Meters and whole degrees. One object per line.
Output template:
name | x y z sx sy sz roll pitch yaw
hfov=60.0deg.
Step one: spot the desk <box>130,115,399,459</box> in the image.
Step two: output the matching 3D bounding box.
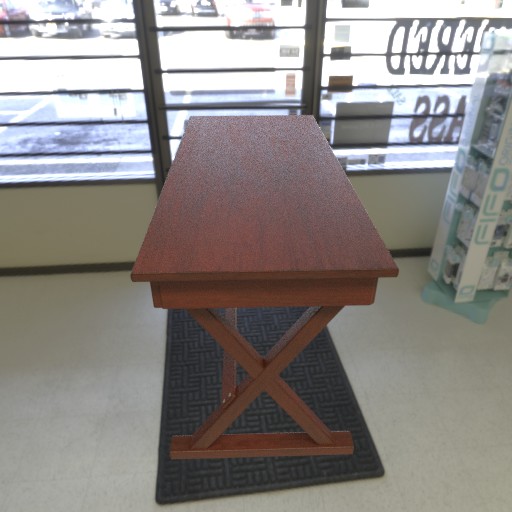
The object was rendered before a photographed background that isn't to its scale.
desk | 0.000 0.000 1.766 0.600 0.761 1.372 -1 31 -2
